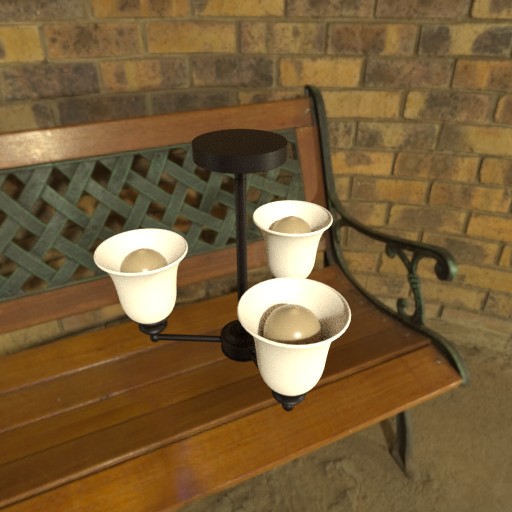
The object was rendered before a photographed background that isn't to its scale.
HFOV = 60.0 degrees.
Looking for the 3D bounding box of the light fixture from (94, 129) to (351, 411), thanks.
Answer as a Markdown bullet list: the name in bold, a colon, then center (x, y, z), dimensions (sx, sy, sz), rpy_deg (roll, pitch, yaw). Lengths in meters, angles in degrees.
- **light fixture**: center (0.000, 0.000, 0.677), dimensions (0.388, 0.370, 0.354), rpy_deg (19, 35, 29)
